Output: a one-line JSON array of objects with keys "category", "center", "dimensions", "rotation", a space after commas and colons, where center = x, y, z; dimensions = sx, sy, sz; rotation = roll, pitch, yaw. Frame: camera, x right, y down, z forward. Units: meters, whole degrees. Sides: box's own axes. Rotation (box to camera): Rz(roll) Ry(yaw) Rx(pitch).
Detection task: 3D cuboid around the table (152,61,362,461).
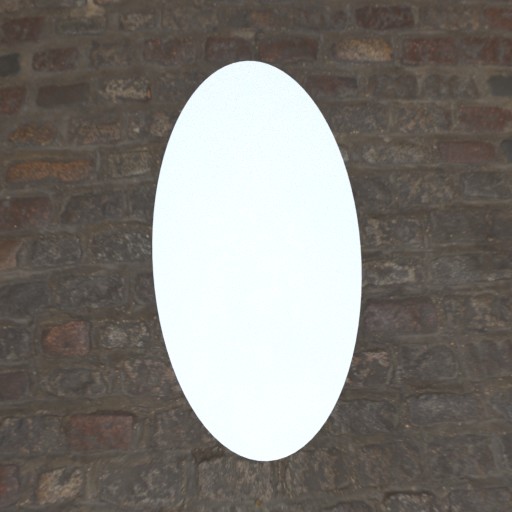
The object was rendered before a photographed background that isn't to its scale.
[{"category": "table", "center": [0.000, 0.000, 1.347], "dimensions": [0.542, 0.390, 1.083], "rotation": [-3, 75, -1]}]
